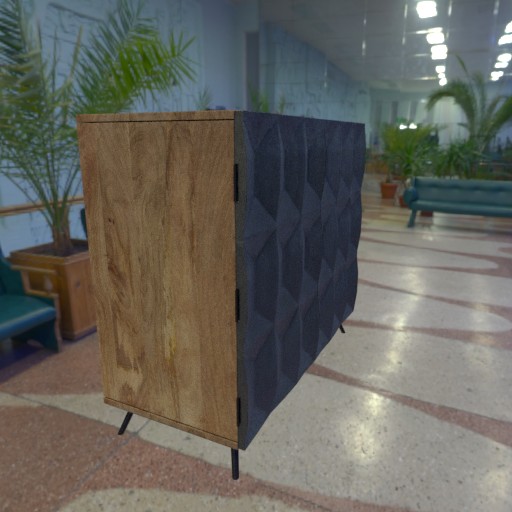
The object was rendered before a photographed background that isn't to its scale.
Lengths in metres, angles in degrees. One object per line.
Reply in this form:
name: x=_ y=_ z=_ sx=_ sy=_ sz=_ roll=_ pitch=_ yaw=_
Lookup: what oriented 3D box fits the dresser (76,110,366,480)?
dresser: x=0.000 y=0.000 z=1.443 sx=0.446 sy=0.847 sz=0.967 roll=7 pitch=17 yaw=26
